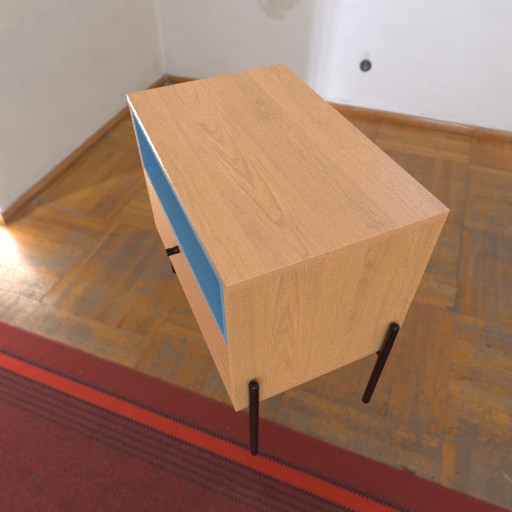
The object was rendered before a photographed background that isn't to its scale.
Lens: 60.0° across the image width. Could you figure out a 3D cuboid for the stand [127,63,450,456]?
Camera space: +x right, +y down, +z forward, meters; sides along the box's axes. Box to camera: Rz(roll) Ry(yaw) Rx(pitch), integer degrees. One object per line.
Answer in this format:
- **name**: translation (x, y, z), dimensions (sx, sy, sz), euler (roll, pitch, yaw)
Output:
- **stand**: translation (0.000, 0.000, 1.033), dimensions (0.400, 0.600, 0.630), euler (-18, 49, -16)
